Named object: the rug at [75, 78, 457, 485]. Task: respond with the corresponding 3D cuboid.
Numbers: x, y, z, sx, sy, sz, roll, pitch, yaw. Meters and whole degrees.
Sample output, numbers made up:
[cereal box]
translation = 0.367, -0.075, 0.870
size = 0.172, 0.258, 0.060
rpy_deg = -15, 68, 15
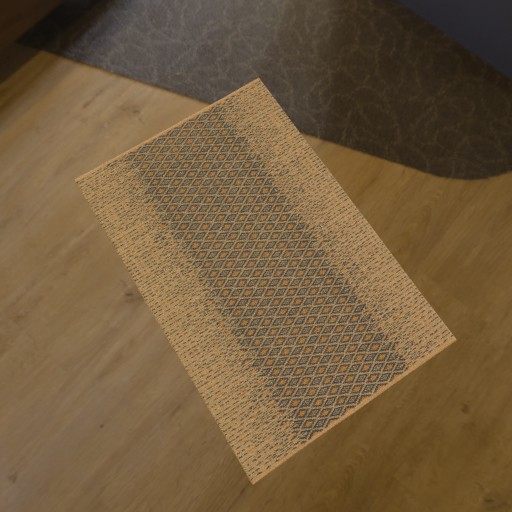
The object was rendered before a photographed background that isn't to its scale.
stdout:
[rug]
translation = 0.000, 0.000, 2.341
size = 1.219, 0.005, 1.828
rpy_deg = -32, 77, -8
